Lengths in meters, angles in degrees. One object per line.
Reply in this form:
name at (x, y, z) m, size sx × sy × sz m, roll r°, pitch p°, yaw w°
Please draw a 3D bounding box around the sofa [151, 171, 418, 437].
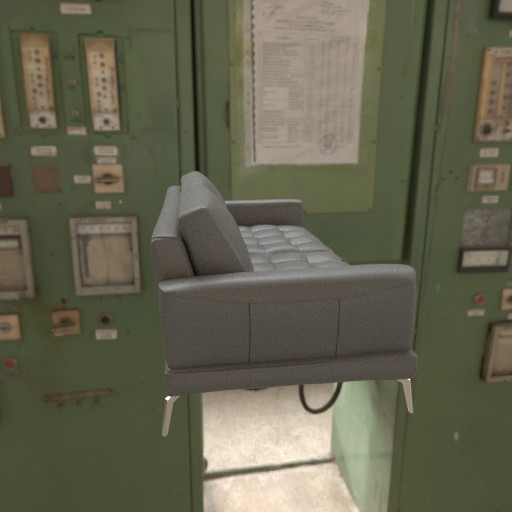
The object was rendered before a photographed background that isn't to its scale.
sofa at (0.000, 0.000, 2.776) m, size 1.121 × 0.930 × 2.177 m, roll -2°, pitch 16°, yaw -8°
